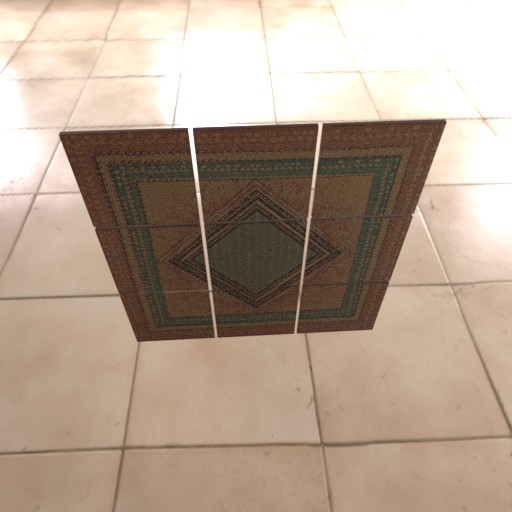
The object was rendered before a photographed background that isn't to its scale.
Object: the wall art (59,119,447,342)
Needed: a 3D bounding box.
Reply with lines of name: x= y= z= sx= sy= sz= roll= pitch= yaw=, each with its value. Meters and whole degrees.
wall art: x=0.000 y=0.000 z=1.387 sx=0.915 sy=0.914 sz=0.013 roll=-3 pitch=48 yaw=-2
